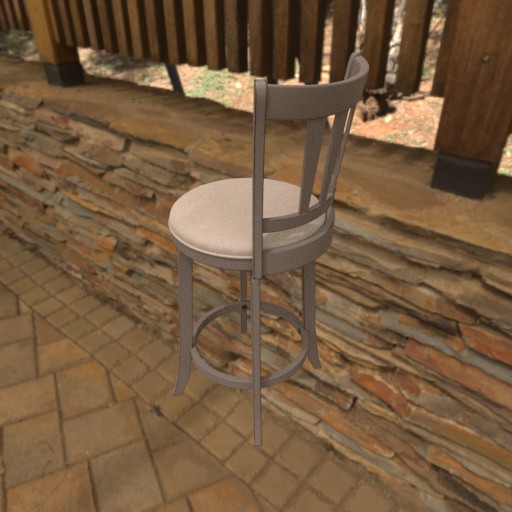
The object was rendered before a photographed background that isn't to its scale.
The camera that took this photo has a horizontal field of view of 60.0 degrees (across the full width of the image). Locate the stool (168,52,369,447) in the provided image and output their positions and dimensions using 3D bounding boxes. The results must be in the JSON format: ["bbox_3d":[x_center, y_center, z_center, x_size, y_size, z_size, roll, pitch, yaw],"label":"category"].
[{"bbox_3d":[0.000,0.000,1.241,0.475,1.023,0.436,20,37,29],"label":"stool"}]
